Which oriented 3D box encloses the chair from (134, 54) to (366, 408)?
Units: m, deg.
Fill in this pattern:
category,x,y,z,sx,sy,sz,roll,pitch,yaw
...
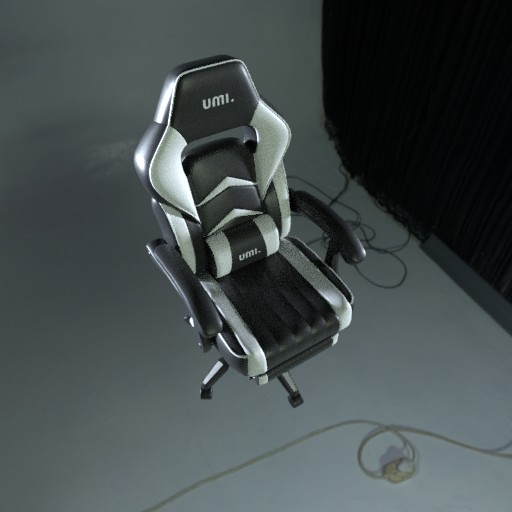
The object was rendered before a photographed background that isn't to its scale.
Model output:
category,x,y,z,sx,sy,sz,roll,pitch,yaw
chair,0.000,0.000,1.608,0.676,1.200,0.700,-24,51,-21
